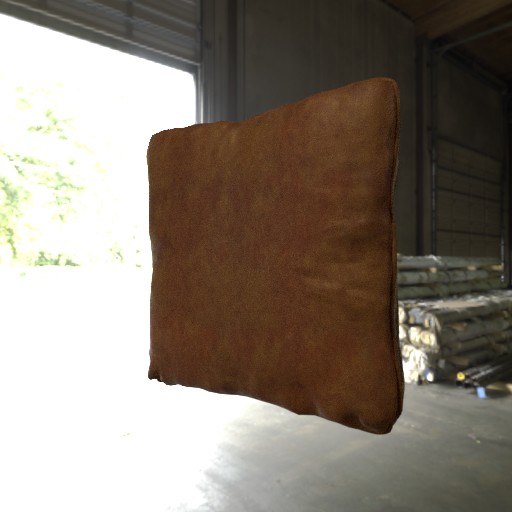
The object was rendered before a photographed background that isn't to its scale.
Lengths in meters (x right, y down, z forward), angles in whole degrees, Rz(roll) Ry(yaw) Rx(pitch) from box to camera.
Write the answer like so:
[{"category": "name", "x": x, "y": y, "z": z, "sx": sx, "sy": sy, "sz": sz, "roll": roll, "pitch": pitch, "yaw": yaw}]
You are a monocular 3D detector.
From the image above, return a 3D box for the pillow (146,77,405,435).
[{"category": "pillow", "x": 0.000, "y": 0.000, "z": 0.735, "sx": 0.489, "sy": 0.490, "sz": 0.130, "roll": 0, "pitch": -1, "yaw": 36}]
